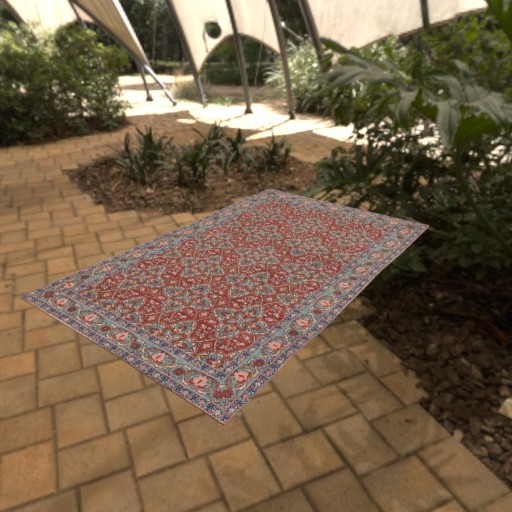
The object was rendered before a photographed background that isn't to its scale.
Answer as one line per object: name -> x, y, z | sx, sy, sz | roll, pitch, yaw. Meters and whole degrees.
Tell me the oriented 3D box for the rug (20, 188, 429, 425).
rug -> 0.000, 0.000, 2.970 | 1.533, 0.011, 2.439 | 19, 32, 32
